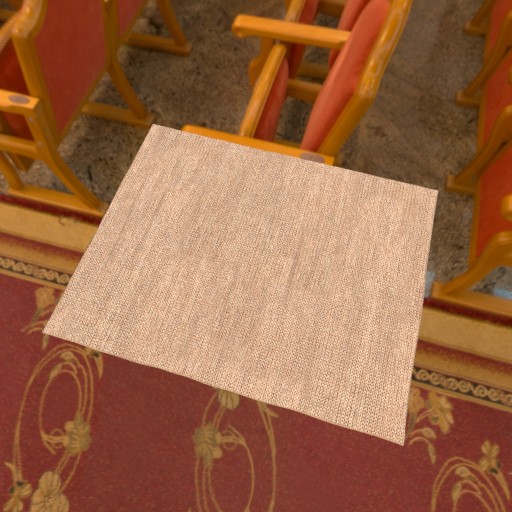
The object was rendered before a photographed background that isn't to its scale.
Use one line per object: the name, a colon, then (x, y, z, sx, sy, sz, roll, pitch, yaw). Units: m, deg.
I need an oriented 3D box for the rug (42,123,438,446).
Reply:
rug: (0.000, 0.000, 4.056, 3.052, 0.030, 2.429, 15, 64, 7)
